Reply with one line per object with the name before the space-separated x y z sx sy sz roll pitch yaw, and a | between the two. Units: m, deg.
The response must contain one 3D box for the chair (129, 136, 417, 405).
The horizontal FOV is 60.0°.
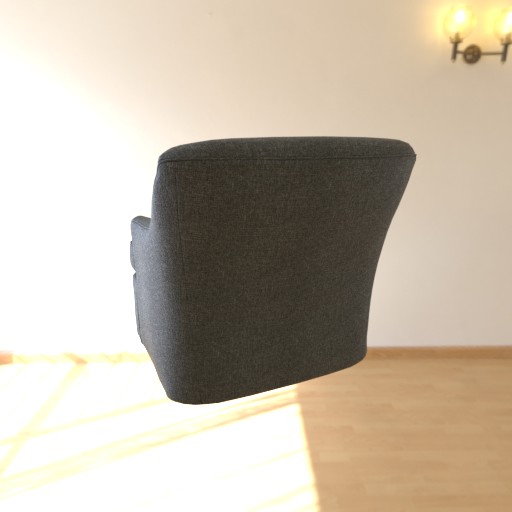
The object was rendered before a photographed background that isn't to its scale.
chair | 0.000 0.000 1.649 0.864 0.856 0.923 -7 16 -25
